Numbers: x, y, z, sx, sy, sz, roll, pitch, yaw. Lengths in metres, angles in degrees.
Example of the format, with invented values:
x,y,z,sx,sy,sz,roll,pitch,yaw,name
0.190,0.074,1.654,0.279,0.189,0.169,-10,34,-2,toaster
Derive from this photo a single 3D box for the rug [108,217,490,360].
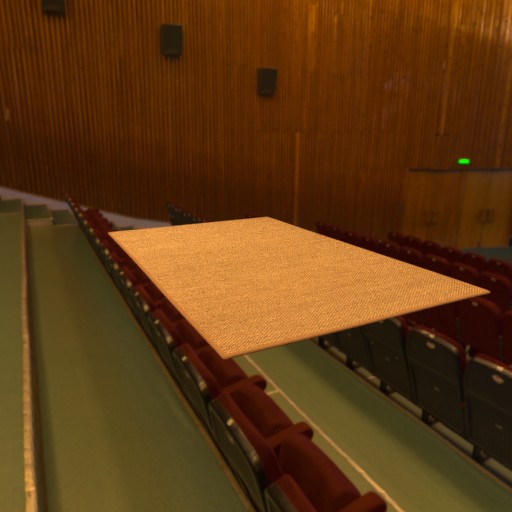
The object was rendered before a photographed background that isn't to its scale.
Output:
x,y,z,sx,sy,sz,roll,pitch,yaw,name
0.000,0.000,2.079,1.061,0.012,1.668,-8,17,-27,rug
